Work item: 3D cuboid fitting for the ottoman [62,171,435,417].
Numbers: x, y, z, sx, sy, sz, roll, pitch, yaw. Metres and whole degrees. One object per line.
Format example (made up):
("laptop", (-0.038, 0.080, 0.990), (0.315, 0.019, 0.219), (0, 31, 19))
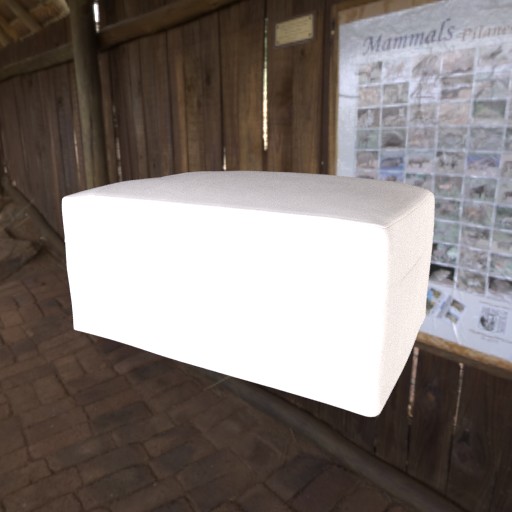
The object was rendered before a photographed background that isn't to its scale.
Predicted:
("ottoman", (0.000, 0.000, 1.235), (0.872, 0.444, 0.590), (8, 18, 28))
